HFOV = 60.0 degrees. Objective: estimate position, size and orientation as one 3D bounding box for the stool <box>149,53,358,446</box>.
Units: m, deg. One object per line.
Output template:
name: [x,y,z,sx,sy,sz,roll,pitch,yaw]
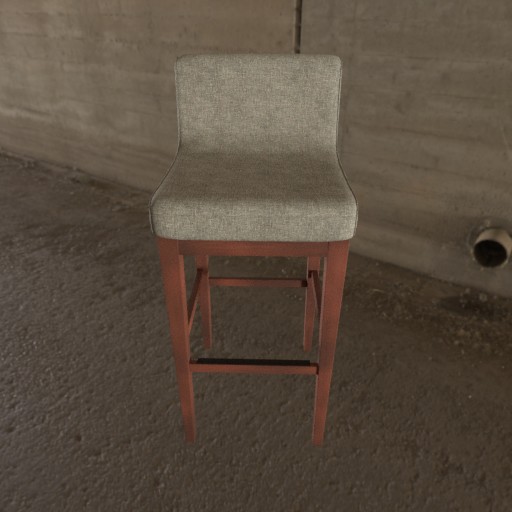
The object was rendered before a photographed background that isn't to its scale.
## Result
stool: [0.000,0.000,1.197,0.426,0.965,0.499,1,30,1]
